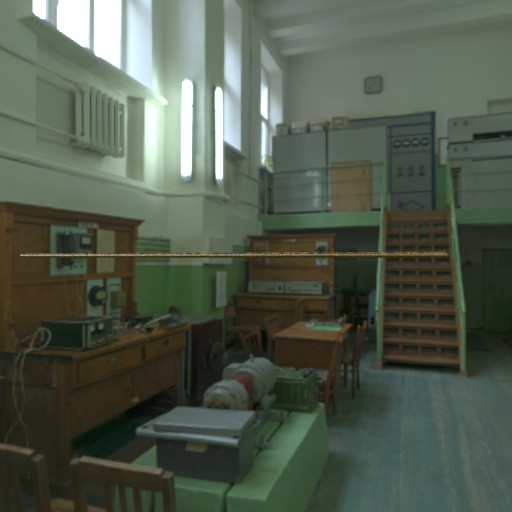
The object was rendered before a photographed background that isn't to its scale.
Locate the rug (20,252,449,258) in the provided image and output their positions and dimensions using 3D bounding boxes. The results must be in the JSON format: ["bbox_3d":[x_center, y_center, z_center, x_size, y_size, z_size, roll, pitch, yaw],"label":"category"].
[{"bbox_3d":[0.000,0.000,4.104,3.040,0.031,2.435,0,0,17],"label":"rug"}]
